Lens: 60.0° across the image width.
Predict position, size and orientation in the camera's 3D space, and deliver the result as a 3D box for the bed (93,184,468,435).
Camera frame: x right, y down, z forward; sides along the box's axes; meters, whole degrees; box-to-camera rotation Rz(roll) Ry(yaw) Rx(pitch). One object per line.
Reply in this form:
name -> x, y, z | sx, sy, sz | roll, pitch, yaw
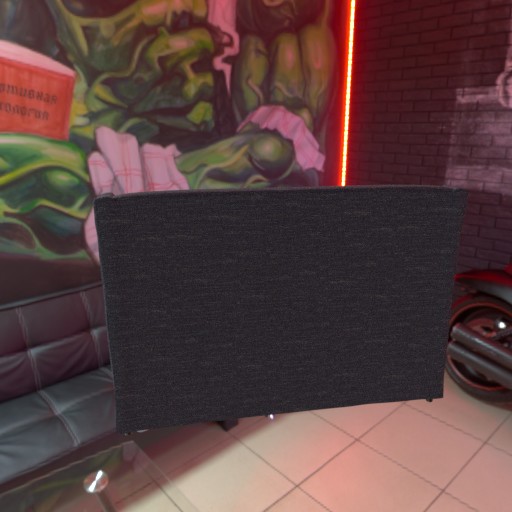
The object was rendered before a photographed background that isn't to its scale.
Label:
bed -> 0.000, 0.000, 3.419 | 1.925, 1.332, 2.276 | -3, 16, -9
